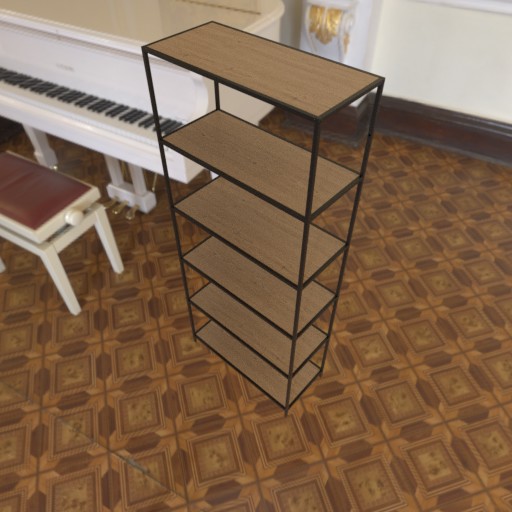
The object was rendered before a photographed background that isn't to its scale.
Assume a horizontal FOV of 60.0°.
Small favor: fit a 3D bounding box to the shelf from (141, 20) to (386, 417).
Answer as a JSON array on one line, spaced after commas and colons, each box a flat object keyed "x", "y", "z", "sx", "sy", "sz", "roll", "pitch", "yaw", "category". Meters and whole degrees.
[{"x": 0.000, "y": 0.000, "z": 2.130, "sx": 0.770, "sy": 1.850, "sz": 0.350, "roll": 33, "pitch": 54, "yaw": 28, "category": "shelf"}]
